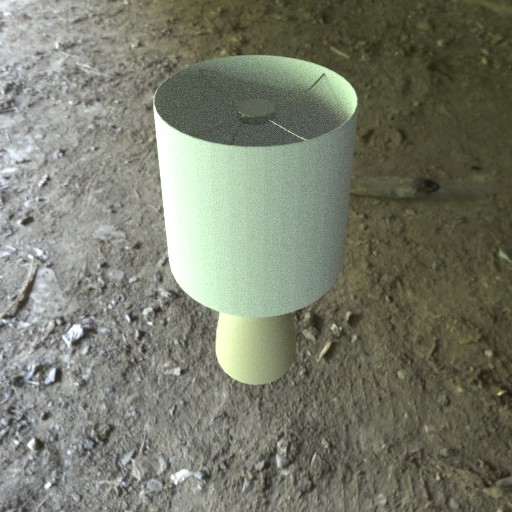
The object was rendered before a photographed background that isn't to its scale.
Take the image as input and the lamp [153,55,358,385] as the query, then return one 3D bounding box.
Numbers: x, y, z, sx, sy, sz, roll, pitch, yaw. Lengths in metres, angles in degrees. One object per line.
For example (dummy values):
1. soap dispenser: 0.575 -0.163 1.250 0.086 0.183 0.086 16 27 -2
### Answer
1. lamp: 0.000 0.000 0.488 0.186 0.369 0.186 0 45 0
